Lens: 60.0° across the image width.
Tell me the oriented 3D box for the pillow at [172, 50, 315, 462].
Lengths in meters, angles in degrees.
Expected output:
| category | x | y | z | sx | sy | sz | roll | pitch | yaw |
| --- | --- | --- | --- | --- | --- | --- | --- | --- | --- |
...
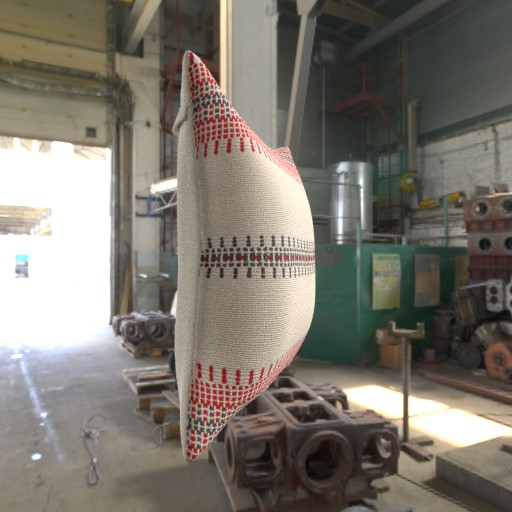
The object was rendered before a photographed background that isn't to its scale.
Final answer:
| category | x | y | z | sx | sy | sz | roll | pitch | yaw |
| --- | --- | --- | --- | --- | --- | --- | --- | --- | --- |
| pillow | 0.000 | 0.000 | 0.704 | 0.160 | 0.454 | 0.463 | 0 | 0 | 18 |
